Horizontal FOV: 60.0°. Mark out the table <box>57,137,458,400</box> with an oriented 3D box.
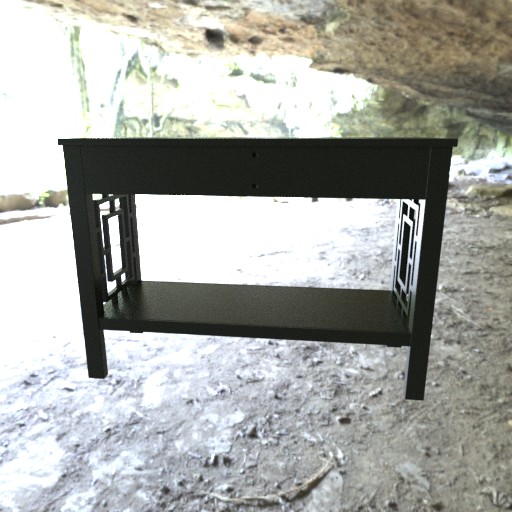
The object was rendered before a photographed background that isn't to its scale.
[{"bbox_3d":[0.000,0.000,1.460,1.068,0.753,0.397,2,16,7],"label":"table"}]
